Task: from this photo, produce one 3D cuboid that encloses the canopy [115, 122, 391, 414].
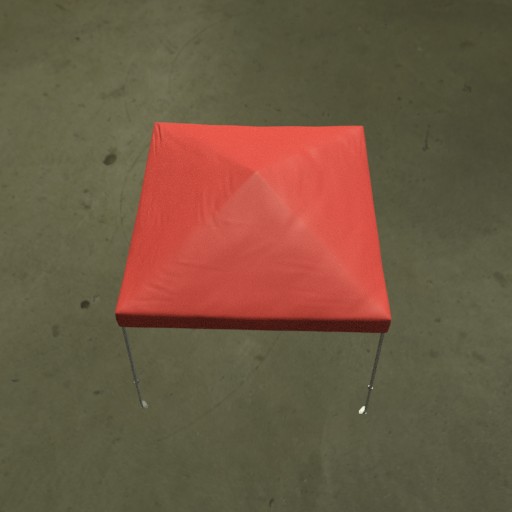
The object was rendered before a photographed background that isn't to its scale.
[{"bbox_3d":[0.000,0.000,5.135,2.848,2.849,2.849,1,58,1],"label":"canopy"}]
